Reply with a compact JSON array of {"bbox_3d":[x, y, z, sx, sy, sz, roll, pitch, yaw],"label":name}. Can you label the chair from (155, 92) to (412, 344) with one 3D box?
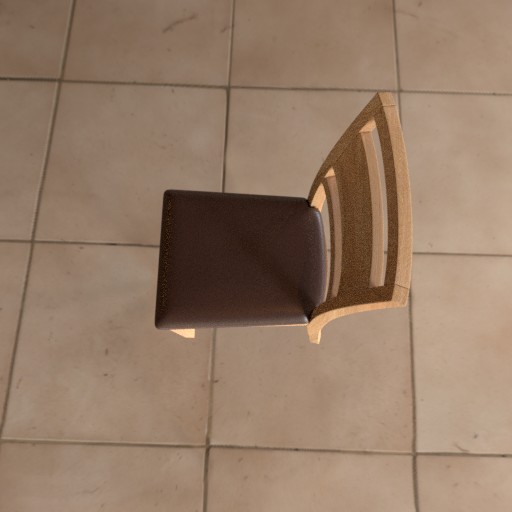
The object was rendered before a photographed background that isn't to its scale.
[{"bbox_3d":[0.000,0.000,1.224,0.545,0.940,0.420,1,76,0],"label":"chair"}]
